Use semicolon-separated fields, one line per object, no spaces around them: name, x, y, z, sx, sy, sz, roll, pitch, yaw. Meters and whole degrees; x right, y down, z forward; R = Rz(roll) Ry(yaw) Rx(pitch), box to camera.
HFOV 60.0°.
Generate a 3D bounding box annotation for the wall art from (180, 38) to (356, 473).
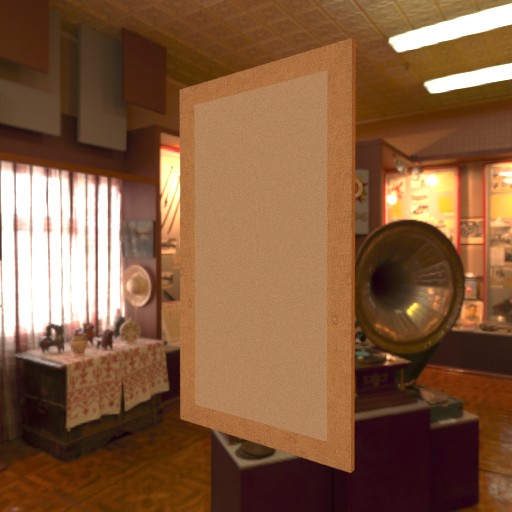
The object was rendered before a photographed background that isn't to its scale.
wall art;0.000;0.000;0.813;0.381;0.683;0.013;1;1;36
